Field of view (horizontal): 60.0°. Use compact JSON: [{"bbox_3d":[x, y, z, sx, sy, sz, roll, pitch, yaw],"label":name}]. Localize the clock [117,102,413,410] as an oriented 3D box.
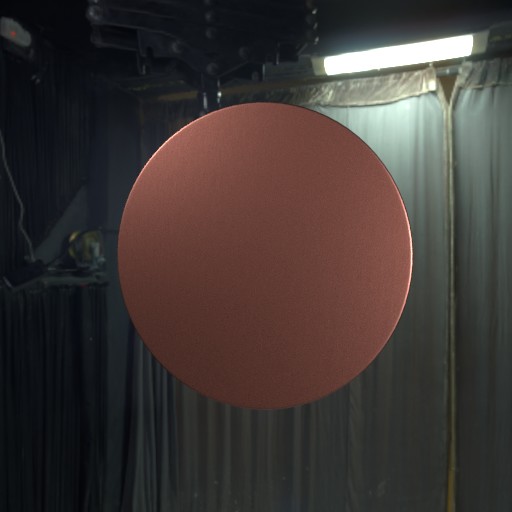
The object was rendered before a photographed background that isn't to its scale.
[{"bbox_3d":[0.000,0.000,0.471,0.313,0.313,0.040,0,1,16],"label":"clock"}]
